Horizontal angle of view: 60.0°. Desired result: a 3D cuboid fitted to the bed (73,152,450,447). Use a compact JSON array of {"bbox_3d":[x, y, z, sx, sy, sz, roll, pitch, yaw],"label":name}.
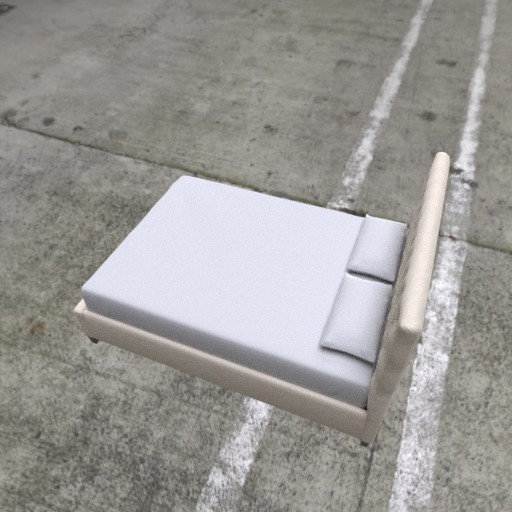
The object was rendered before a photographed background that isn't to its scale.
[{"bbox_3d":[0.000,0.000,3.455,2.387,1.427,1.698,16,47,15],"label":"bed"}]
